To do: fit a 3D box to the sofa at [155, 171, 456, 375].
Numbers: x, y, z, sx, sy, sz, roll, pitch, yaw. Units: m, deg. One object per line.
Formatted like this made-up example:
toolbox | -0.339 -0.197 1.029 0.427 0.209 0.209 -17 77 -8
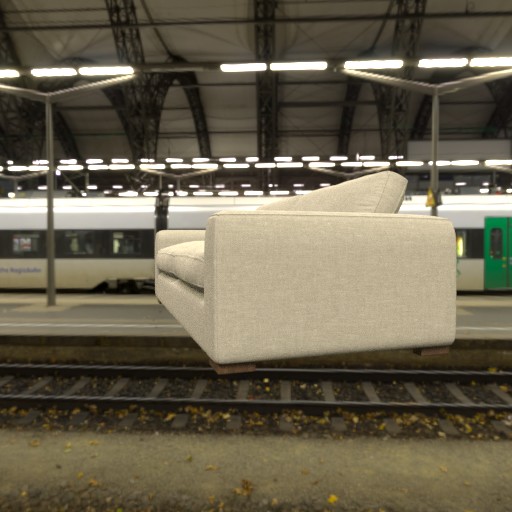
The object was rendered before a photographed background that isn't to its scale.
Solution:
sofa | 0.000 0.000 2.756 1.070 0.801 2.262 0 1 -18
